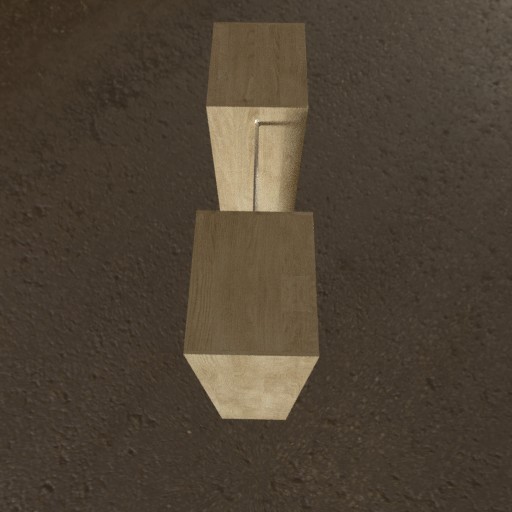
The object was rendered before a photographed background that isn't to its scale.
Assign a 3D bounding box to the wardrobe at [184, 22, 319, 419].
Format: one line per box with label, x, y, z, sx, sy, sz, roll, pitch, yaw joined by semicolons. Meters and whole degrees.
wardrobe;0.000;0.000;2.854;0.480;2.000;1.770;1;64;0
